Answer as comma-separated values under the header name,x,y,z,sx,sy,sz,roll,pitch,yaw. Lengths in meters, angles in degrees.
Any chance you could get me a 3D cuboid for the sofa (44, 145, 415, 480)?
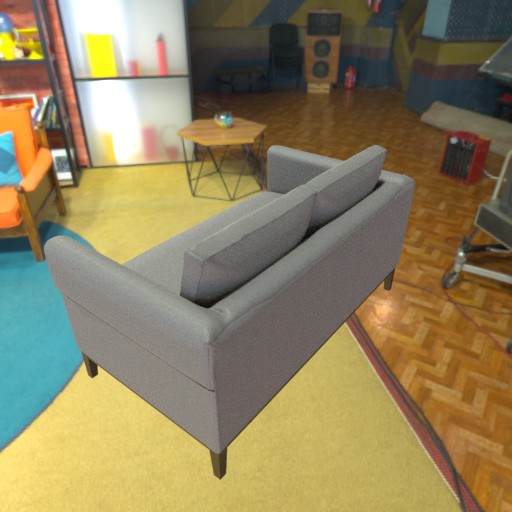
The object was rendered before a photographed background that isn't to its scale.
name,x,y,z,sx,sy,sz,roll,pitch,yaw
sofa,0.000,0.000,2.143,0.899,0.873,1.598,22,38,32
